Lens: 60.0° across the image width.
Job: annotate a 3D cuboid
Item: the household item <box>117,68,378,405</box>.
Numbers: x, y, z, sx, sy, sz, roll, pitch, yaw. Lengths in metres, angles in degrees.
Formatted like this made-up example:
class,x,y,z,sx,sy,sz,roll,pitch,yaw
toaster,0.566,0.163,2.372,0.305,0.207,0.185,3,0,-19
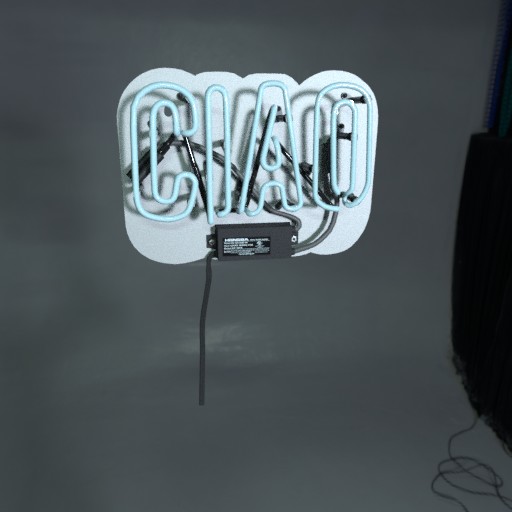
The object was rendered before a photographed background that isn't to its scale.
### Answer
class,x,y,z,sx,sy,sz,roll,pitch,yaw
household item,0.000,0.000,0.372,0.211,0.294,0.042,-3,17,-8
